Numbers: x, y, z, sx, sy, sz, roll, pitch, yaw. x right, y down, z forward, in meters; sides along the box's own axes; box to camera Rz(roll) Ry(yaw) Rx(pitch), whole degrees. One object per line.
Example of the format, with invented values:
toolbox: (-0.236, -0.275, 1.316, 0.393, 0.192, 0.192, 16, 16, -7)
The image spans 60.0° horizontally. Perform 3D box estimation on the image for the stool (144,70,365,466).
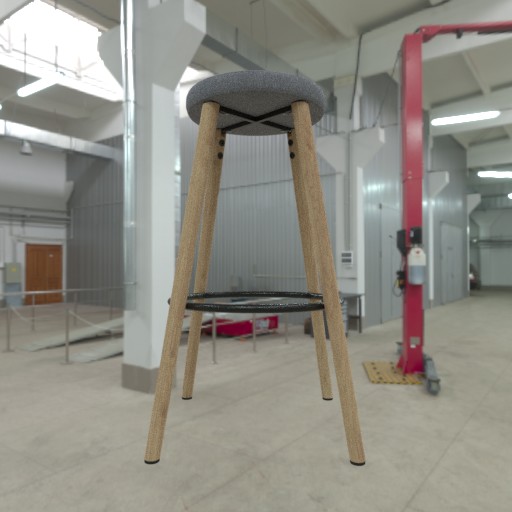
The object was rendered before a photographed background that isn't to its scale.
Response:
stool: (0.000, 0.000, 1.019, 0.410, 0.770, 0.410, 0, -1, 1)
